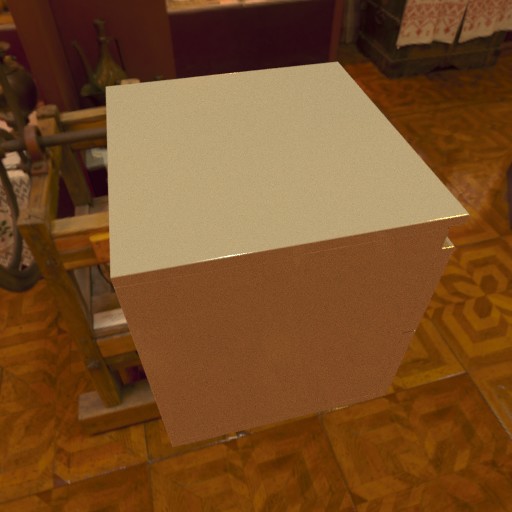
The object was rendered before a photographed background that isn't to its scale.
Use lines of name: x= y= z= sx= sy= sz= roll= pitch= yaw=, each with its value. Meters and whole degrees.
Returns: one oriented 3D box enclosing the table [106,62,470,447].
table: x=0.000 y=0.000 z=0.783 sx=0.400 sy=0.470 sz=0.420 roll=-10 pitch=48 yaw=-9
